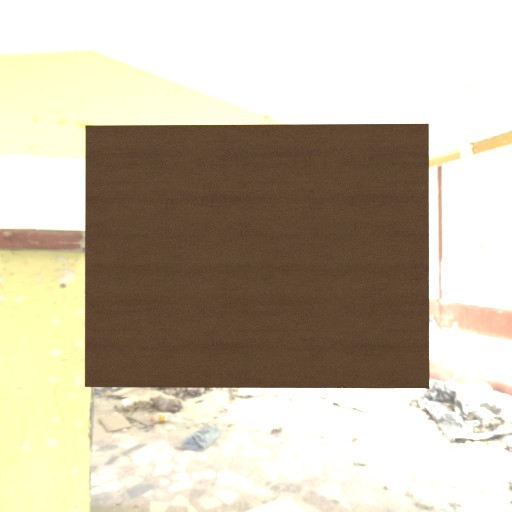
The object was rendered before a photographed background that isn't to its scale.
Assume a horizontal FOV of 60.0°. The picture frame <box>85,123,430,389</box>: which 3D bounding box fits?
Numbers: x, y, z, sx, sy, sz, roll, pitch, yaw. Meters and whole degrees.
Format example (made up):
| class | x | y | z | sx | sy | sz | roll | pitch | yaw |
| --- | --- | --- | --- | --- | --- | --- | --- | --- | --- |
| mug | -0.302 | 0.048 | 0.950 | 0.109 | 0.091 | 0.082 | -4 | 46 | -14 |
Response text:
| class | x | y | z | sx | sy | sz | roll | pitch | yaw |
| --- | --- | --- | --- | --- | --- | --- | --- | --- | --- |
| picture frame | 0.000 | 0.000 | 1.730 | 1.329 | 1.018 | 0.045 | 0 | 0 | 1 |
